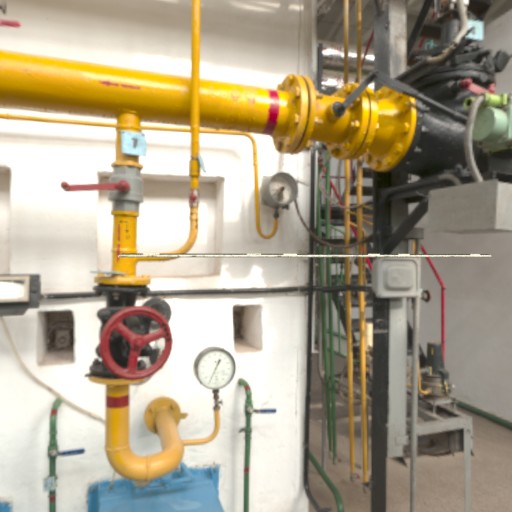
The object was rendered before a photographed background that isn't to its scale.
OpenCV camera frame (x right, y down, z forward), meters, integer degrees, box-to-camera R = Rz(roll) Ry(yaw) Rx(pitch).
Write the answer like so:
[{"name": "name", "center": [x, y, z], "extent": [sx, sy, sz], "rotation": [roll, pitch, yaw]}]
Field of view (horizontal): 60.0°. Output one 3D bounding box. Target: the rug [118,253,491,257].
[{"name": "rug", "center": [0.000, 0.000, 4.152], "extent": [2.466, 0.021, 3.049], "rotation": [0, 0, -18]}]
